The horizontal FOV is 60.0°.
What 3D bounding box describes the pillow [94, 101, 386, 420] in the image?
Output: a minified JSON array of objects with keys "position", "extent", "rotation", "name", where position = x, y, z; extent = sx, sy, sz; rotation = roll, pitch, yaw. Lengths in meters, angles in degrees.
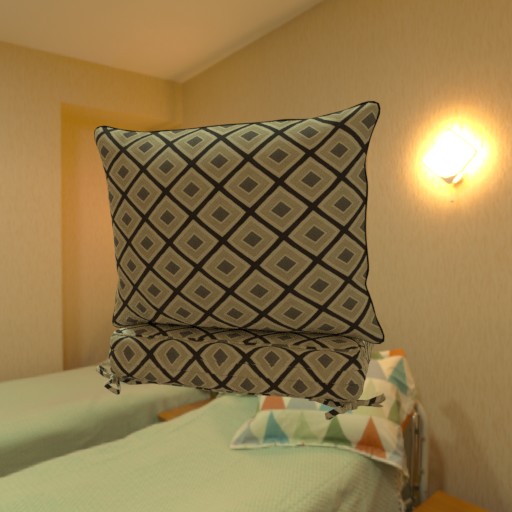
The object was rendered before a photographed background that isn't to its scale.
[{"position":[0.000,0.000,1.383],"extent":[0.798,0.722,0.733],"rotation":[0,1,18],"name":"pillow"}]
